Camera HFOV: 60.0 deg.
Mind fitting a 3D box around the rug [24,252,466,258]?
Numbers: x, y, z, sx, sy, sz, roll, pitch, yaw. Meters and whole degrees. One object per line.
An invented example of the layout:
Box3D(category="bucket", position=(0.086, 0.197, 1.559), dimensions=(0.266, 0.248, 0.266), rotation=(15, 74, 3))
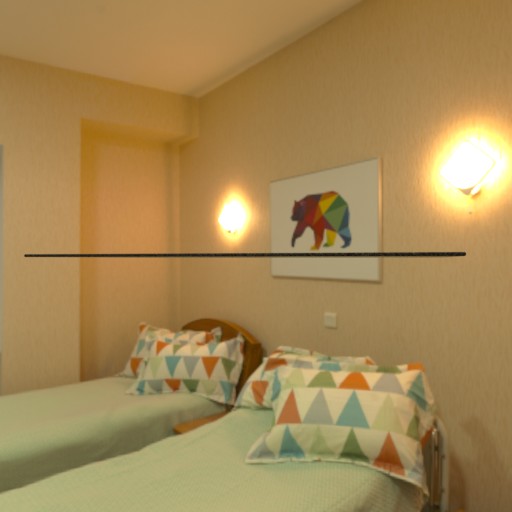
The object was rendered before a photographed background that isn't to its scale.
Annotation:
Box3D(category="rug", position=(0.000, 0.000, 2.865), dimensions=(2.330, 0.017, 1.478), rotation=(0, 0, 20))
